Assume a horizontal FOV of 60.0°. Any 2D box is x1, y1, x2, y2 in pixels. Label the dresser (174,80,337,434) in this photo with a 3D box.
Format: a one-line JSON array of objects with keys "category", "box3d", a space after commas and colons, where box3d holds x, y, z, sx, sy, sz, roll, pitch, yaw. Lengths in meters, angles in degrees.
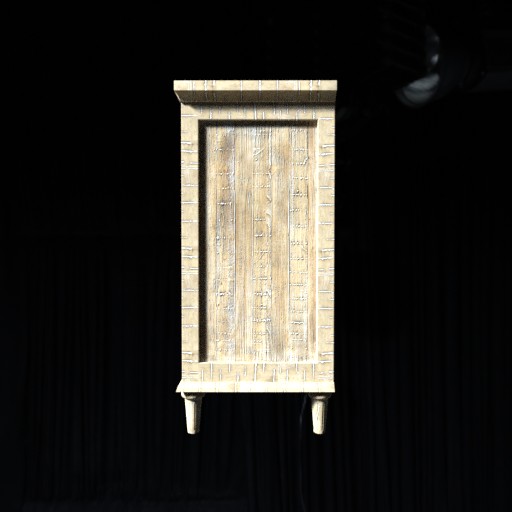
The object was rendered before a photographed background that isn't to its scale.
[{"category": "dresser", "box3d": [0.000, 0.000, 2.066, 0.457, 1.016, 1.626, 0, 1, 0]}]
